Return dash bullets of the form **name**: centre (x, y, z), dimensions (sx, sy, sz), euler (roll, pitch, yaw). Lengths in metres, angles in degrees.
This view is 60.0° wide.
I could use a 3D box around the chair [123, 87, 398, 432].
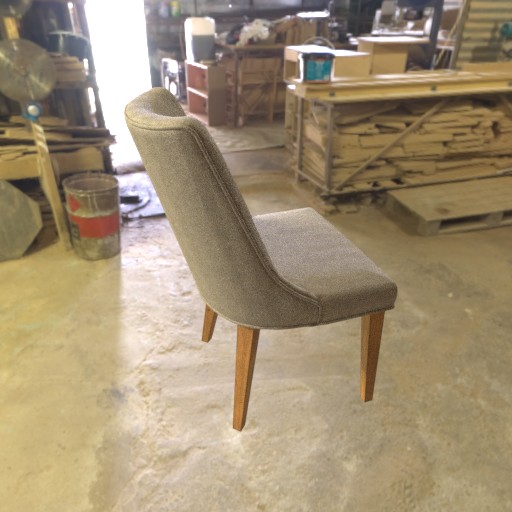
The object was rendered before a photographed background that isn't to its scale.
- **chair**: centre (0.000, 0.000, 1.316), dimensions (0.636, 0.916, 0.548), euler (-10, 32, -16)
